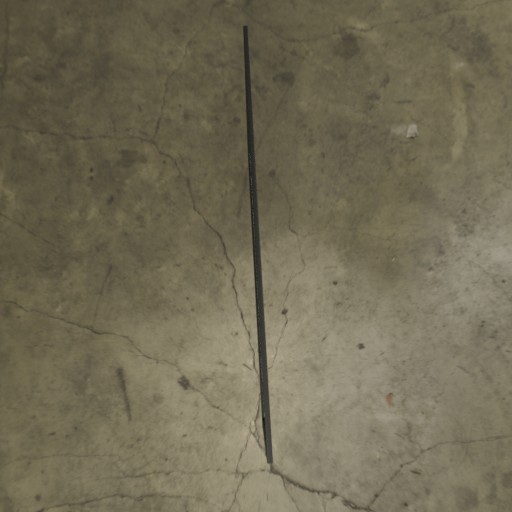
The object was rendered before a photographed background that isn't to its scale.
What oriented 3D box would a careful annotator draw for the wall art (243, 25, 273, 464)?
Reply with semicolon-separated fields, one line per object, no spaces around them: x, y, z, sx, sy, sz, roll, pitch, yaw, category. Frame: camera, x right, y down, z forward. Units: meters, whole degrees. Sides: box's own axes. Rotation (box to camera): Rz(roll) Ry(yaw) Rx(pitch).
0.000;0.000;1.542;0.013;0.811;1.192;-3;75;-1;wall art
